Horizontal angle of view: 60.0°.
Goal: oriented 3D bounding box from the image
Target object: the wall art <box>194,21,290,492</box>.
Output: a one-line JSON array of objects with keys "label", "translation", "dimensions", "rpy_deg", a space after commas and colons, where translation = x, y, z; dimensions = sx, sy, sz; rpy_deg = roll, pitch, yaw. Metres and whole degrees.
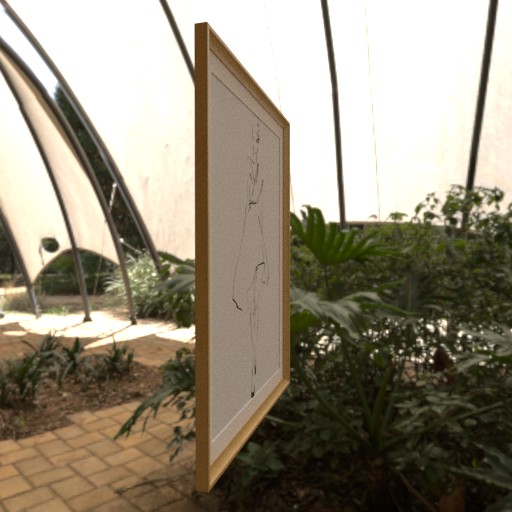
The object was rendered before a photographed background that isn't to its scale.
[{"label": "wall art", "translation": [0.000, 0.000, 1.328], "dimensions": [0.030, 1.002, 0.798], "rpy_deg": [0, 1, 17]}]
